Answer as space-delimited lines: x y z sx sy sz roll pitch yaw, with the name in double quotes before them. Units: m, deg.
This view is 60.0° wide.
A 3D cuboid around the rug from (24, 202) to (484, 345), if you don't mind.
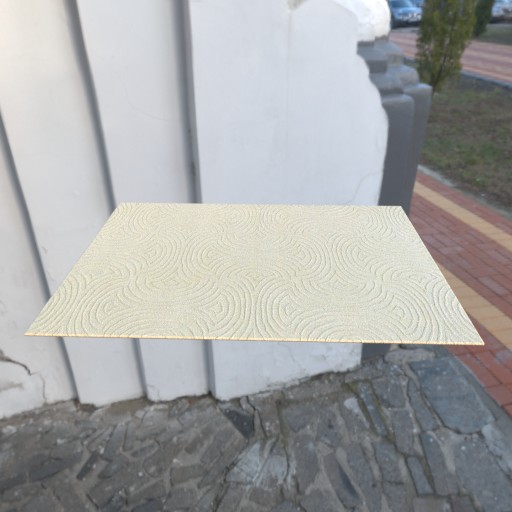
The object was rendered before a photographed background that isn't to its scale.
"rug" 0.000 0.000 2.705 2.132 0.015 1.526 1 31 2
